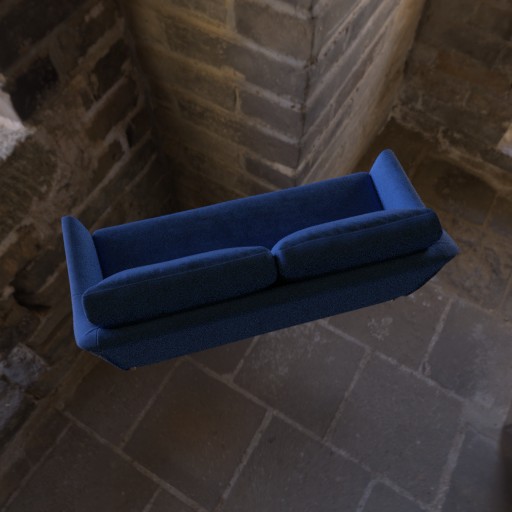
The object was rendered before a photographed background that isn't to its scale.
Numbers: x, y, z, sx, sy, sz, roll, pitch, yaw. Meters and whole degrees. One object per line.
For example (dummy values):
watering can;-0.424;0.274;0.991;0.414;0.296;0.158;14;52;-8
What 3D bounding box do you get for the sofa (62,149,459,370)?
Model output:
sofa;0.000;0.000;2.543;2.036;0.903;0.960;-13;59;-8
